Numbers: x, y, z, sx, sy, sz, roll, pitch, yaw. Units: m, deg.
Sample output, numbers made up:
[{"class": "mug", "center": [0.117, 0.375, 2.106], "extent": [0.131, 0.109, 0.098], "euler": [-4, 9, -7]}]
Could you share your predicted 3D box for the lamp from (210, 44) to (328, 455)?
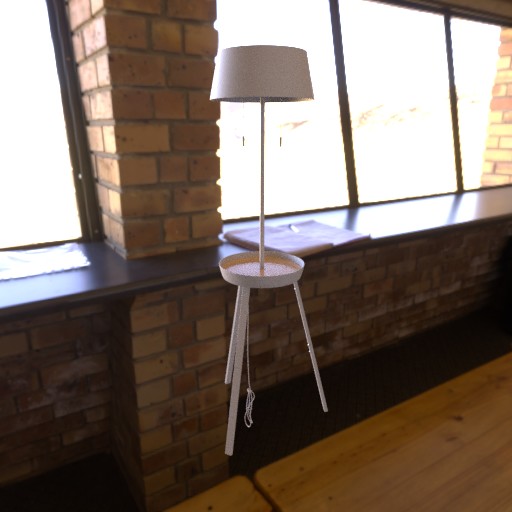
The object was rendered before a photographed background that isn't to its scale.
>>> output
[{"class": "lamp", "center": [0.000, 0.000, 1.653], "extent": [0.508, 1.429, 0.468], "euler": [8, 18, 25]}]
